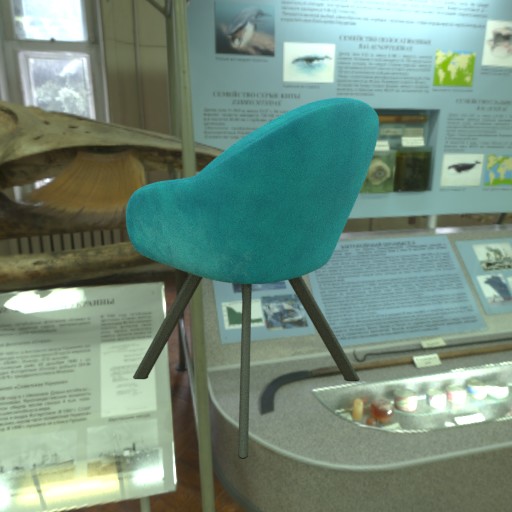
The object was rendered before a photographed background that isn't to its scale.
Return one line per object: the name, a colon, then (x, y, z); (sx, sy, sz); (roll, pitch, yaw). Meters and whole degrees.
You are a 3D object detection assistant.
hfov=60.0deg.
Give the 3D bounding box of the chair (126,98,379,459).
chair: (0.000, 0.000, 1.216); (0.550, 0.795, 0.590); (-15, 22, -42)
